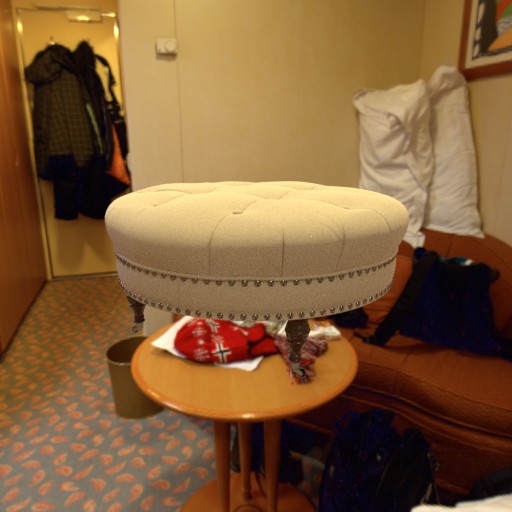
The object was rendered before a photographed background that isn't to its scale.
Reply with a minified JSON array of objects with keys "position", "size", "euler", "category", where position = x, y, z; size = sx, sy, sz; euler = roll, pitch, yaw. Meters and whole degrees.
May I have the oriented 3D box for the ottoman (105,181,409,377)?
[{"position":[0.000,0.000,1.413],"size":[0.901,0.439,0.901],"euler":[0,15,0],"category":"ottoman"}]
